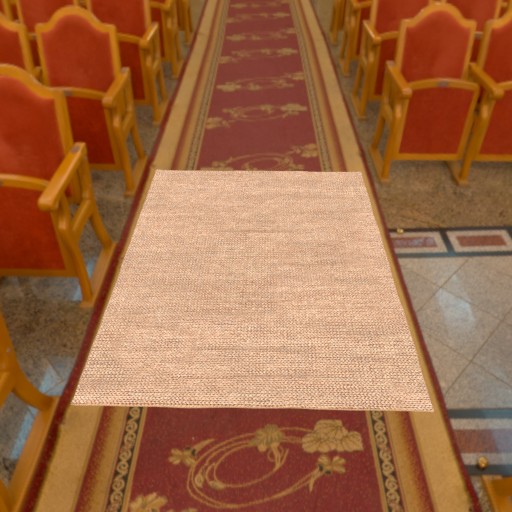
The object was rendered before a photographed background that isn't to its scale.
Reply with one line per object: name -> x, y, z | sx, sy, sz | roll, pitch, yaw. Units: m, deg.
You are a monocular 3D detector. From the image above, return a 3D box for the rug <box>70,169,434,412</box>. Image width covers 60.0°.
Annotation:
rug -> 0.000, 0.000, 4.080 | 2.429, 0.030, 3.052 | 1, 41, 1
